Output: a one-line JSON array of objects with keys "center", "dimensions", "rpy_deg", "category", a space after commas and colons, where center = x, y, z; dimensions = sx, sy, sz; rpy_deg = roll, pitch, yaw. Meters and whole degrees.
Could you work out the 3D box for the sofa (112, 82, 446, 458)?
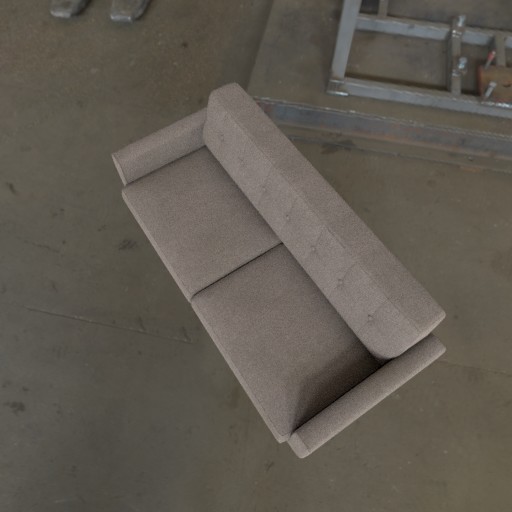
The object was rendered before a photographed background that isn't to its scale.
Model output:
[{"center": [0.000, 0.000, 2.568], "dimensions": [0.909, 0.841, 2.029], "rpy_deg": [-31, 67, -15], "category": "sofa"}]
